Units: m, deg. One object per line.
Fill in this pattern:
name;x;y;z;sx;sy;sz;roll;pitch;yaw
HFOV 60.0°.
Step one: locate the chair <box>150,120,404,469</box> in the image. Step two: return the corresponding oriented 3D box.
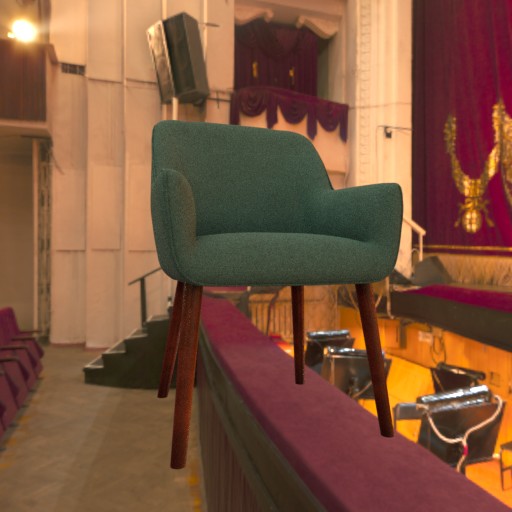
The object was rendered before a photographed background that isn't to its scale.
chair;0.000;0.000;1.141;0.543;0.803;0.519;0;0;-18
